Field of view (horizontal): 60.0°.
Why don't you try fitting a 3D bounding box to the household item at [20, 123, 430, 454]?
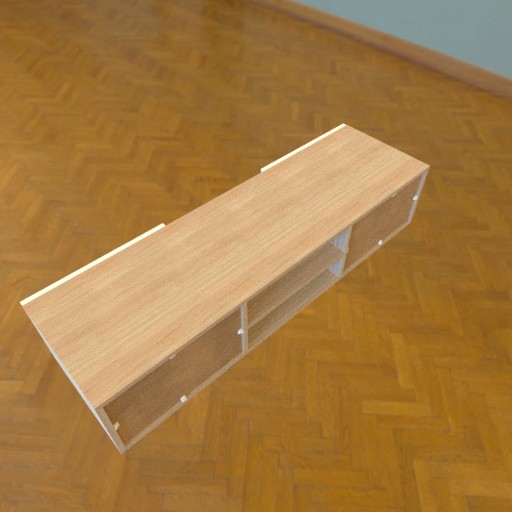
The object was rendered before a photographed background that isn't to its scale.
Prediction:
[{"bbox_3d":[0.000,0.000,1.562,1.400,0.310,0.420,-34,55,-28],"label":"household item"}]
